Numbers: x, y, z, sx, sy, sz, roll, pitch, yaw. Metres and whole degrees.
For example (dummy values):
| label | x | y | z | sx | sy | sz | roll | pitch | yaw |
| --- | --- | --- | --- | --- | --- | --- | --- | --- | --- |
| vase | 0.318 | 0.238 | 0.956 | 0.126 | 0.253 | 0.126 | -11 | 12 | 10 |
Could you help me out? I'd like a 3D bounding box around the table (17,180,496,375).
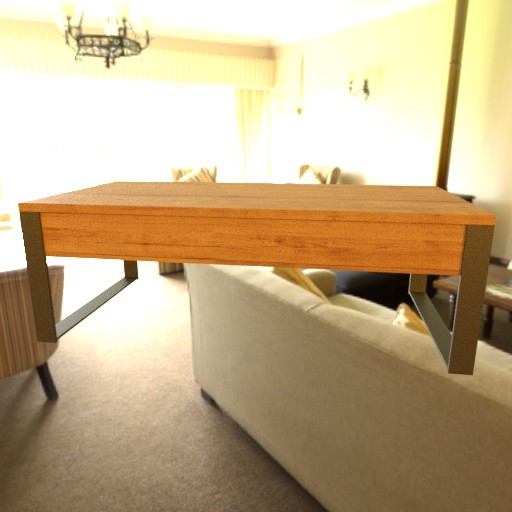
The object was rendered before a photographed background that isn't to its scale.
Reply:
| label | x | y | z | sx | sy | sz | roll | pitch | yaw |
| --- | --- | --- | --- | --- | --- | --- | --- | --- | --- |
| table | 0.000 | 0.000 | 1.411 | 1.180 | 0.400 | 0.590 | 2 | 16 | 9 |
